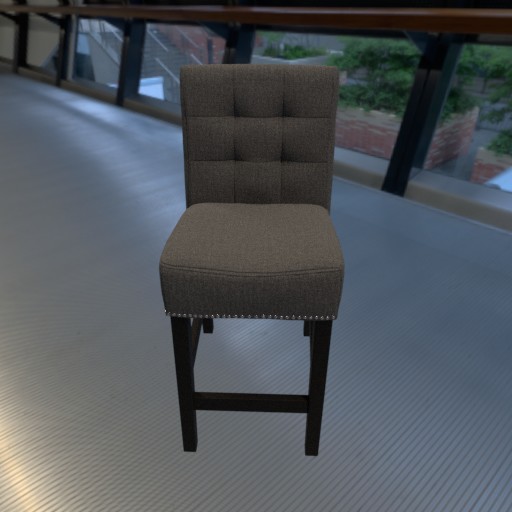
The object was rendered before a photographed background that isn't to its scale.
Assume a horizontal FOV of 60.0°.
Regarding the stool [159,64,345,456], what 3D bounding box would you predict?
[{"bbox_3d":[0.000,0.000,1.188,0.427,0.885,0.571,1,31,2],"label":"stool"}]
